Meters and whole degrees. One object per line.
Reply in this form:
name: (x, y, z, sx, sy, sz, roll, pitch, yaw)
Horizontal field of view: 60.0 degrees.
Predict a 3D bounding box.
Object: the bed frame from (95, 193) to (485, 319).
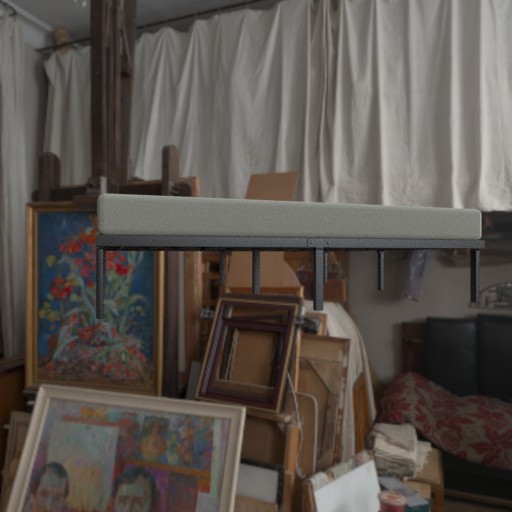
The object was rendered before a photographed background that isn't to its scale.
bed frame: (0.000, 0.000, 3.957, 2.635, 0.680, 2.526, 0, 0, -18)
